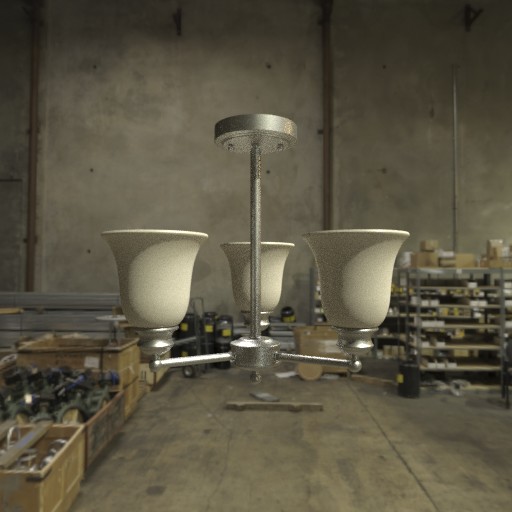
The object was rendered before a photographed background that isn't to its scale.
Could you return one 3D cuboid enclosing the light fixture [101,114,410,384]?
[{"bbox_3d":[0.000,0.000,0.678,0.388,0.370,0.354,0,-2,1],"label":"light fixture"}]
